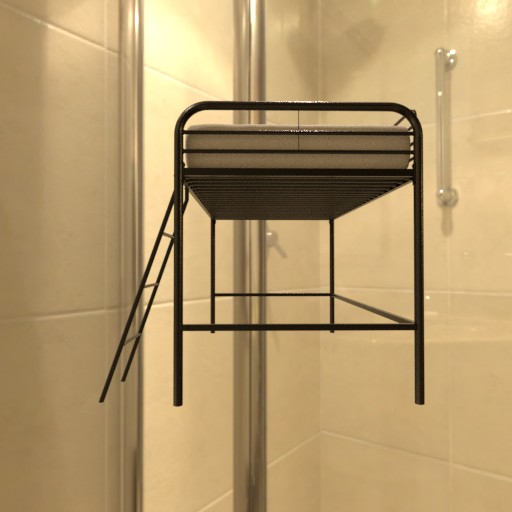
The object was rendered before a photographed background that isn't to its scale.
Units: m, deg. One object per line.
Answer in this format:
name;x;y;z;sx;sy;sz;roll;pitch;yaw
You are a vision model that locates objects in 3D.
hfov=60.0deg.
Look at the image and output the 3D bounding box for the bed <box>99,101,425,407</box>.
bed;0.000;0.000;2.843;1.393;1.289;1.968;0;-1;-1
